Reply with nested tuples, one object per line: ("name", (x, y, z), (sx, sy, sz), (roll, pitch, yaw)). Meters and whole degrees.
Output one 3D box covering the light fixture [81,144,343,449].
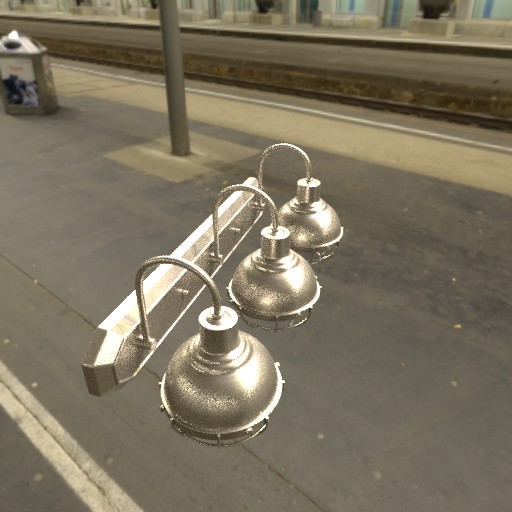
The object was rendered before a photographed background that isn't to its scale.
("light fixture", (0.000, 0.000, 0.762), (0.229, 0.254, 0.634), (10, 32, 16))
